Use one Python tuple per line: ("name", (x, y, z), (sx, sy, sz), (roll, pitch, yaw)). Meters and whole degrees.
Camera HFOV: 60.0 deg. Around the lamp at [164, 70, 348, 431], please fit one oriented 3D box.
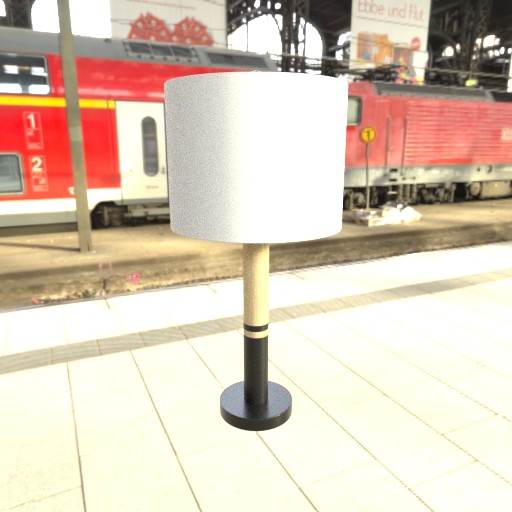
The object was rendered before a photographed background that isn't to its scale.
("lamp", (0.000, 0.000, 0.820), (0.305, 0.640, 0.305), (-7, 16, -26))
